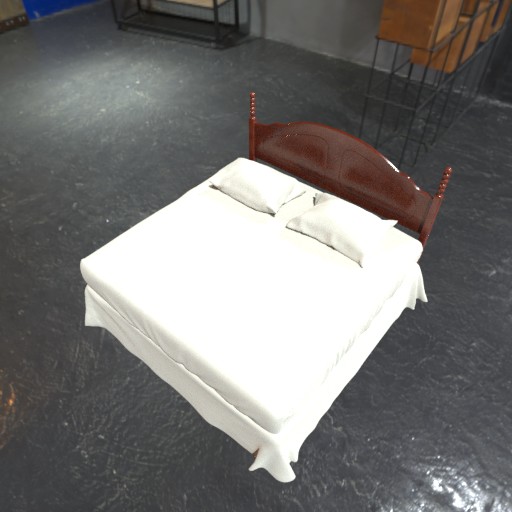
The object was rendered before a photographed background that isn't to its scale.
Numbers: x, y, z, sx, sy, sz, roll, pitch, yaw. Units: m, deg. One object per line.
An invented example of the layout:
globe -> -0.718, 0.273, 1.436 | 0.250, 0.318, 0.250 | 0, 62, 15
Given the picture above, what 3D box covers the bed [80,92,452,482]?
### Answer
bed -> 0.000, 0.000, 3.525 | 2.322, 1.355, 2.219 | 31, 53, 27
